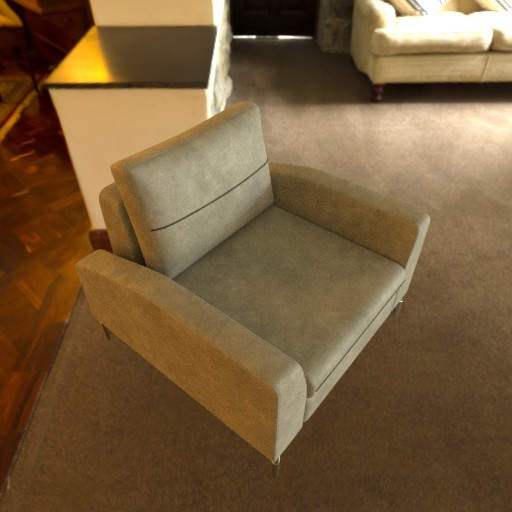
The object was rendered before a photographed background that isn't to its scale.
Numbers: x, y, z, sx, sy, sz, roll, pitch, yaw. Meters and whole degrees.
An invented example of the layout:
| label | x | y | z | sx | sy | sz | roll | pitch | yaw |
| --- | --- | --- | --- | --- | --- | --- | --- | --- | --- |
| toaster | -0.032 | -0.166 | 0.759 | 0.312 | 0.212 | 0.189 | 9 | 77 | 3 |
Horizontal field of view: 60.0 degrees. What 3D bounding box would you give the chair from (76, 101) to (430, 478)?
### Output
| label | x | y | z | sx | sy | sz | roll | pitch | yaw |
| --- | --- | --- | --- | --- | --- | --- | --- | --- | --- |
| chair | 0.000 | 0.000 | 1.576 | 0.900 | 0.800 | 0.900 | 29 | 50 | 28 |
